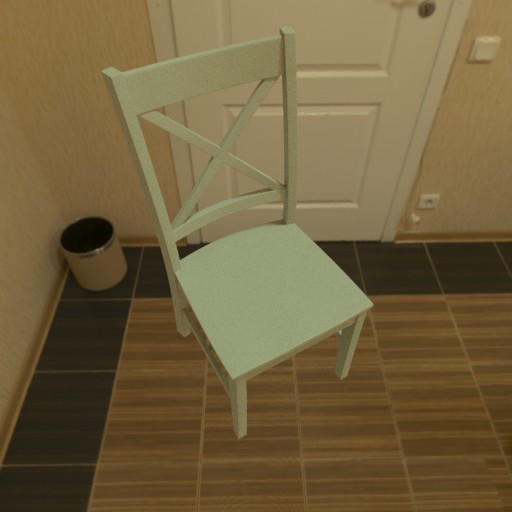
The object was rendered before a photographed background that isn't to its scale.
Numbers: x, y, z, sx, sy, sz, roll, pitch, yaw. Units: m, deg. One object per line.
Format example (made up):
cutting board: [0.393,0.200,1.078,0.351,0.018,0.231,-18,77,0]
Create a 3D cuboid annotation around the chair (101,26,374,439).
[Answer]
chair: [0.000,0.000,1.255,0.485,0.983,0.542,-23,52,-20]
